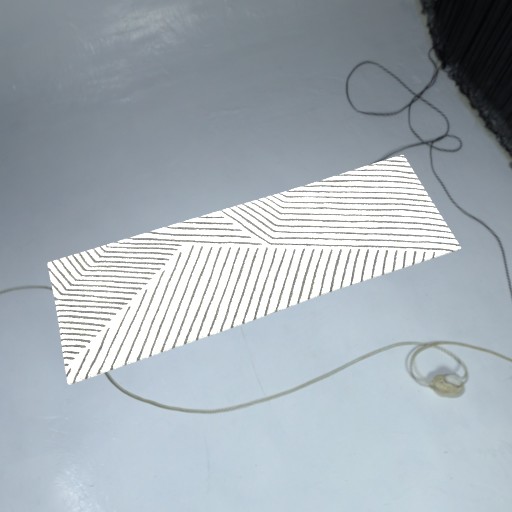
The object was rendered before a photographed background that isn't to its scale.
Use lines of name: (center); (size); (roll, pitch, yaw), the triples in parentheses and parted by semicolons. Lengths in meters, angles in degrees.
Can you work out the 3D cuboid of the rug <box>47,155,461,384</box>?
rug: (0.000, 0.000, 2.731); (2.439, 0.020, 0.773); (-18, 66, -8)
